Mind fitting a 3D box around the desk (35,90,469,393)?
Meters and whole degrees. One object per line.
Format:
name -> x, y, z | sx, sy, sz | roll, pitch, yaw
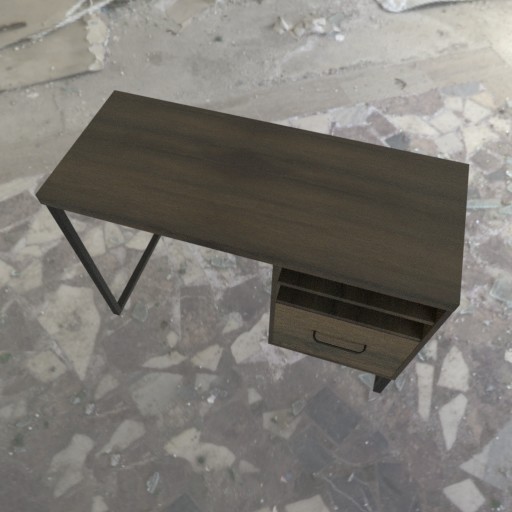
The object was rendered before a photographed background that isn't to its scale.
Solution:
desk -> 0.000, 0.000, 1.556 | 1.134, 0.752, 0.511 | 15, 58, 9
